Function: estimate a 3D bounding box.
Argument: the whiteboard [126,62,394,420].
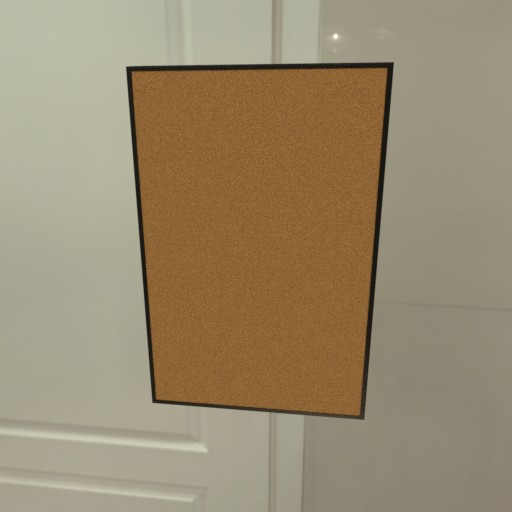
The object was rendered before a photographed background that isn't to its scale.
[{"bbox_3d":[0.000,0.000,0.766,0.406,0.611,0.026,2,17,7],"label":"whiteboard"}]
